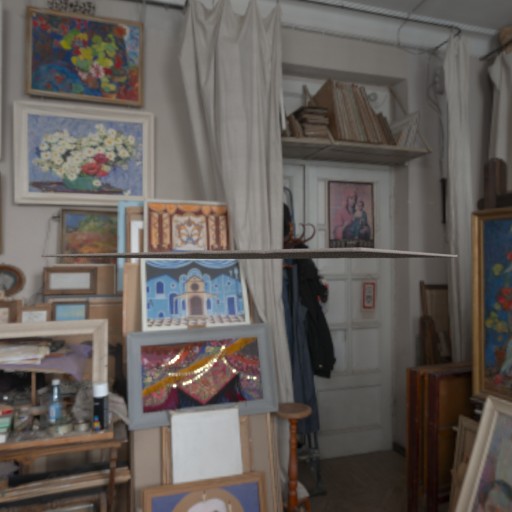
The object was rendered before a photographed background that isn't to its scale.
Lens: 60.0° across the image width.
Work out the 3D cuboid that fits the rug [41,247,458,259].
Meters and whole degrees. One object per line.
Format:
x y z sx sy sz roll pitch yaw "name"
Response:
0.000 0.000 4.097 3.007 0.032 2.434 -1 -1 35 "rug"
